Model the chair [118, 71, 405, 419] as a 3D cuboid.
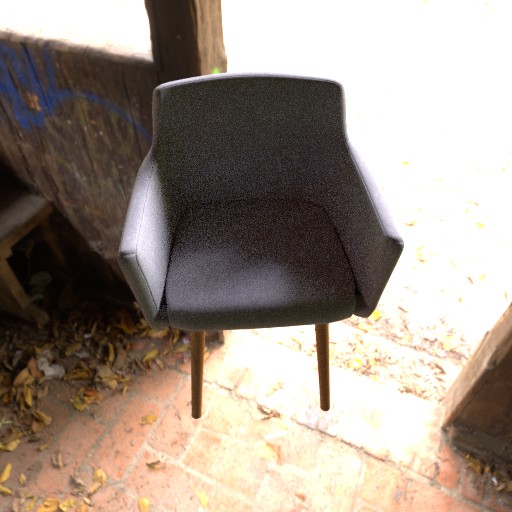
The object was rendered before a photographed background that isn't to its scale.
[{"bbox_3d":[0.000,0.000,1.187,0.570,0.780,0.540,-3,47,-3],"label":"chair"}]
